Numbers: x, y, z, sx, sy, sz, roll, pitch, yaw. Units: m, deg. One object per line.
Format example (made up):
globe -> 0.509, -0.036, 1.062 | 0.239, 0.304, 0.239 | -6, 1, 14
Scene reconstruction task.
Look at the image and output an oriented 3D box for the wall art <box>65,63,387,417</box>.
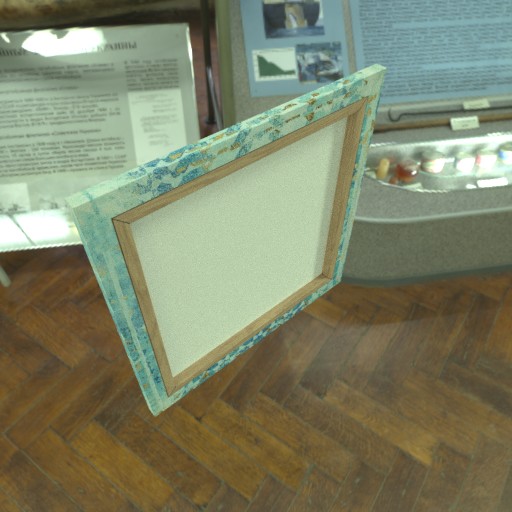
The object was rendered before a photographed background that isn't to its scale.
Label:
wall art -> 0.000, 0.000, 1.362 | 0.916, 0.916, 0.040 | -32, 54, -26
